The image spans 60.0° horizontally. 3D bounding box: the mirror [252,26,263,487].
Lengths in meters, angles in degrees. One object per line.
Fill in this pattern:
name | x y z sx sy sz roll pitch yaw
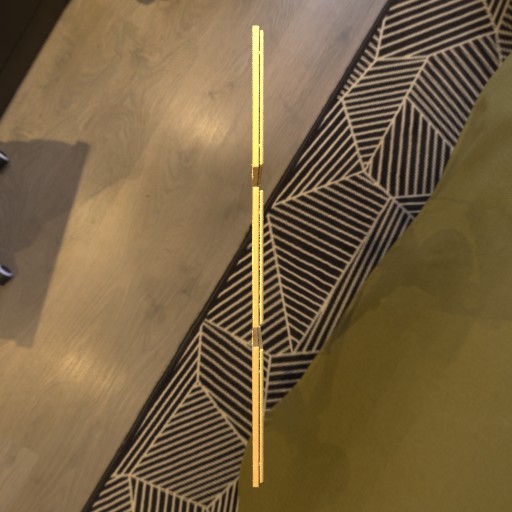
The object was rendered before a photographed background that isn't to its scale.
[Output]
mirror | 0.000 0.000 1.434 0.023 0.926 1.011 0 90 -1
